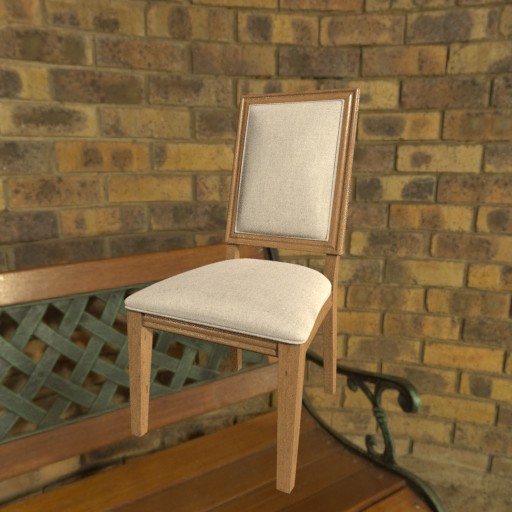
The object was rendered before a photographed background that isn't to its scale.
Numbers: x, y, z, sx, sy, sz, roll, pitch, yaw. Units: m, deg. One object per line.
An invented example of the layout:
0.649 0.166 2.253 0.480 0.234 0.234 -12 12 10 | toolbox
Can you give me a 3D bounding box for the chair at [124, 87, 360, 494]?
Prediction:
0.000 0.000 1.317 0.536 0.988 0.601 7 15 27 | chair
